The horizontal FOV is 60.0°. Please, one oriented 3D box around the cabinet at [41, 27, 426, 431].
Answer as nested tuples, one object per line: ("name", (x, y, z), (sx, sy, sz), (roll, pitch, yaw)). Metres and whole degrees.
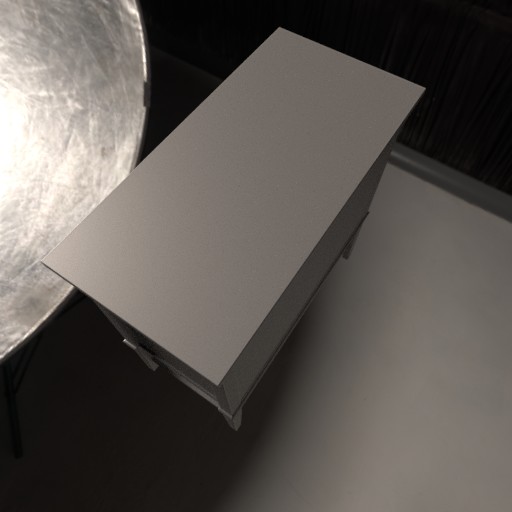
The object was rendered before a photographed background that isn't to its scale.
("cabinet", (0.000, 0.000, 1.244), (0.396, 0.780, 0.801), (31, 66, 15))
